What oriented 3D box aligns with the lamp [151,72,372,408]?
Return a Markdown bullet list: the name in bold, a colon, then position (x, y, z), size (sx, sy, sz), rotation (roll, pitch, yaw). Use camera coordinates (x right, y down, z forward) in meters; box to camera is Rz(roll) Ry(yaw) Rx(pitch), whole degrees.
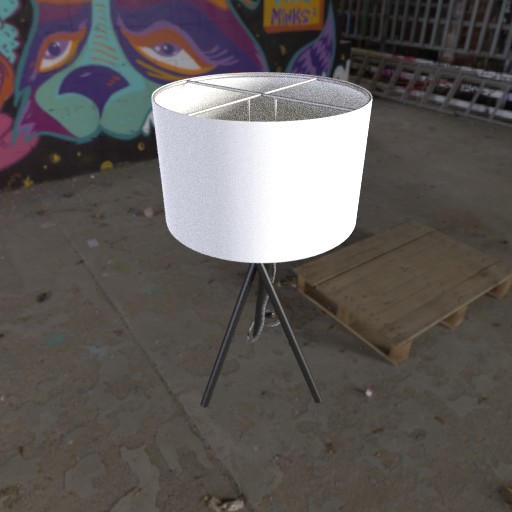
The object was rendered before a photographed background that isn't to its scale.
- **lamp**: position (0.000, 0.000, 0.931), size (0.353, 0.674, 0.422), rotation (-8, 33, -13)
